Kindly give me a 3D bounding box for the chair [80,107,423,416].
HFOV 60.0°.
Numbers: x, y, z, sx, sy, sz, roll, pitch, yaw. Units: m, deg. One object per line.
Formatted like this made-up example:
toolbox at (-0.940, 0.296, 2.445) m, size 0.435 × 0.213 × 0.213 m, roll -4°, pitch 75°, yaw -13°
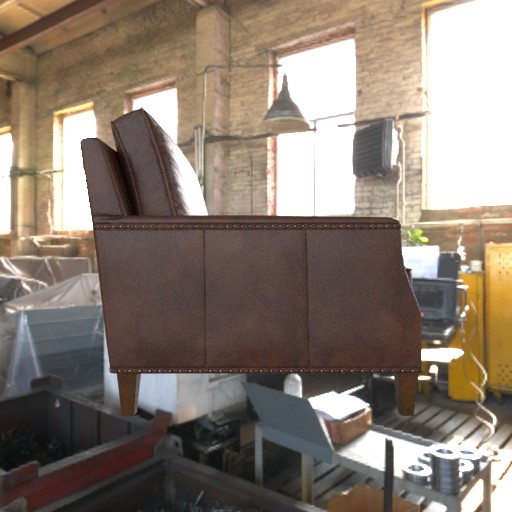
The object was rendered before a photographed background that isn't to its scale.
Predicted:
chair at (0.000, 0.000, 1.685) m, size 1.014 × 0.929 × 0.853 m, roll 0°, pitch 0°, yaw 0°
